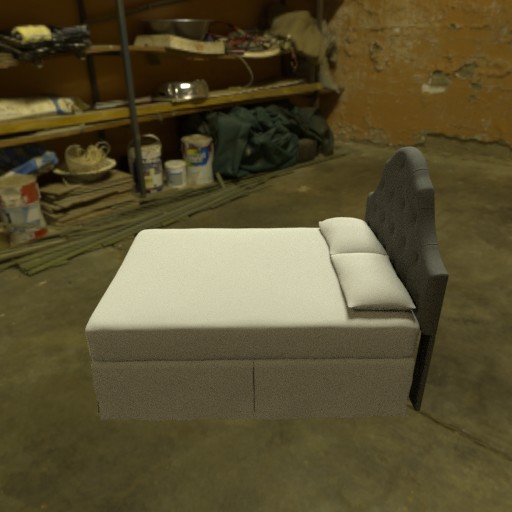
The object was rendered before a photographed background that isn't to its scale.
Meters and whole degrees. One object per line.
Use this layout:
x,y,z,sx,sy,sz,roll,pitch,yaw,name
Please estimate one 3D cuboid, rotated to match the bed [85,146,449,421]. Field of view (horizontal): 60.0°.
0.000,0.000,3.270,2.155,1.575,1.636,0,26,-1,bed
